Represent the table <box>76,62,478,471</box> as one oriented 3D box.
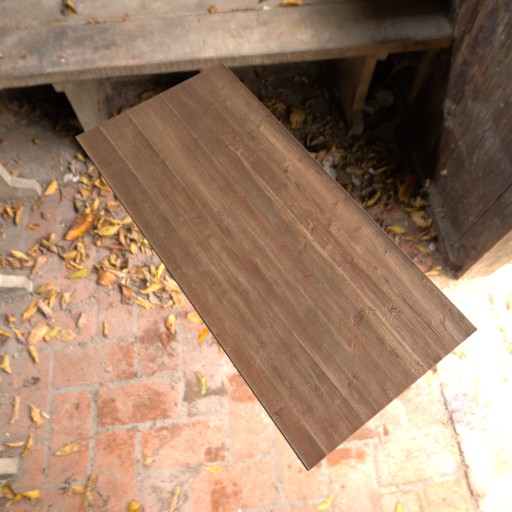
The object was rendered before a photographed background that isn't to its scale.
[{"bbox_3d":[0.000,0.000,2.506,0.952,0.760,2.003,-33,69,-14],"label":"table"}]
